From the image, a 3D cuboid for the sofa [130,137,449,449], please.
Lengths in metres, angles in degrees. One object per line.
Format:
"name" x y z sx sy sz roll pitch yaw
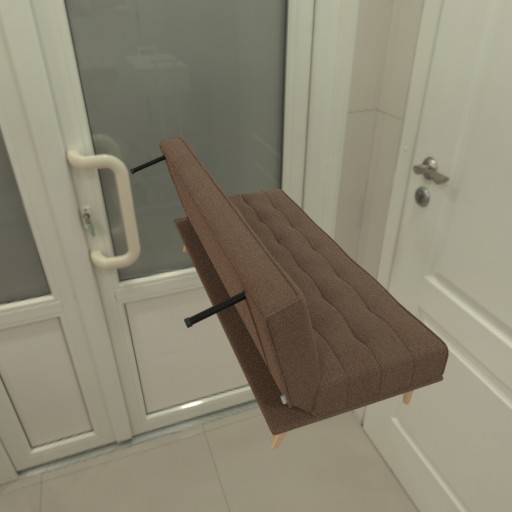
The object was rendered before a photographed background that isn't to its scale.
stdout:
"sofa" 0.000 0.000 2.331 1.038 0.810 1.820 -11 34 -17
